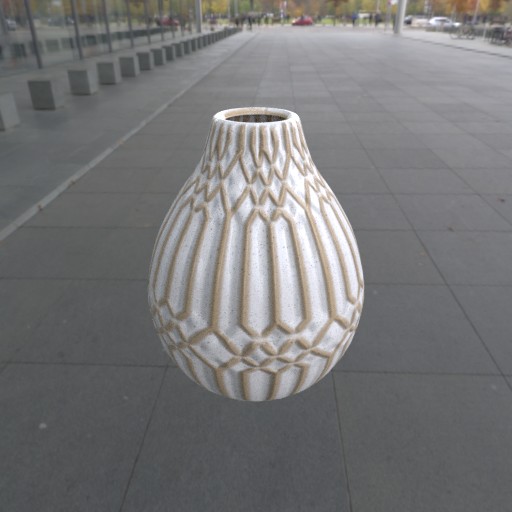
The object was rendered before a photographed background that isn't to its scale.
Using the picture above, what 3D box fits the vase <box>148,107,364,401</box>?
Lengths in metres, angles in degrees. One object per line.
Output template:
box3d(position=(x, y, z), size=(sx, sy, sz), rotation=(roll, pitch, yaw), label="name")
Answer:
box3d(position=(0.000, 0.000, 0.323), size=(0.159, 0.200, 0.159), rotation=(0, 28, 0), label="vase")
